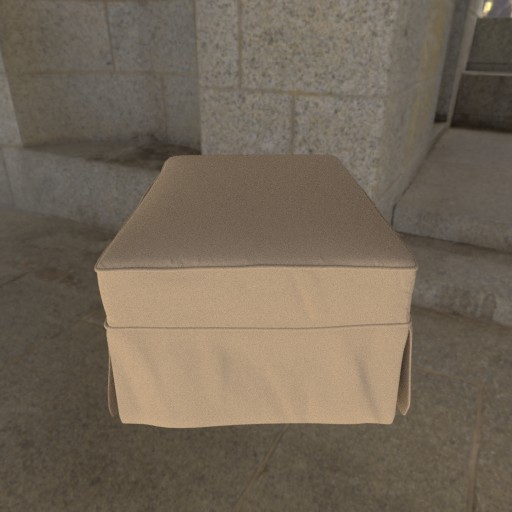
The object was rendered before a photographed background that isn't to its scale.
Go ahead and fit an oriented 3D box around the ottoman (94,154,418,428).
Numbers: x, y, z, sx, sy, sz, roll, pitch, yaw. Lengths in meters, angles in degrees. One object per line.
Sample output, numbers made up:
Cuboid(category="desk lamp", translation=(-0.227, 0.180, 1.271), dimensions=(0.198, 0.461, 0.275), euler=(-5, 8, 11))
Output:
Cuboid(category="ottoman", translation=(0.000, 0.000, 1.346), dimensions=(0.721, 0.482, 0.959), euler=(0, 26, -1))
